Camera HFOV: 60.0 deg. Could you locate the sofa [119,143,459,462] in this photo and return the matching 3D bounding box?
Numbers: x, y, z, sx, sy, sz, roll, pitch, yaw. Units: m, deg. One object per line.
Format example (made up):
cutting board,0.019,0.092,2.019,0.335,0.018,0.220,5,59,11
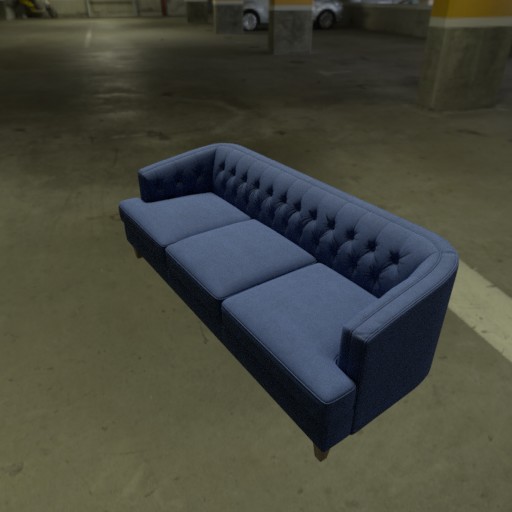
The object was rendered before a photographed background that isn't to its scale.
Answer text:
sofa,0.000,0.000,2.670,0.914,0.787,2.235,-19,36,-29
